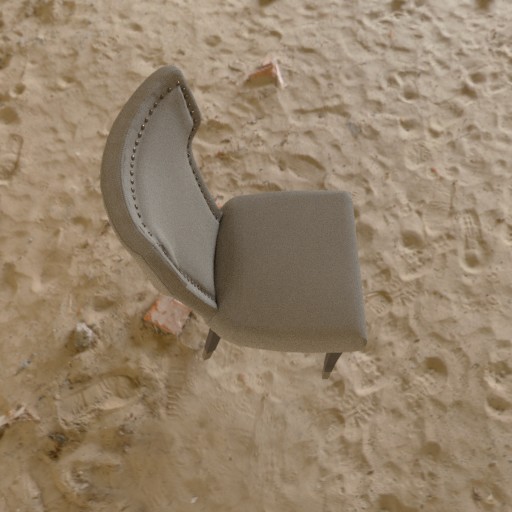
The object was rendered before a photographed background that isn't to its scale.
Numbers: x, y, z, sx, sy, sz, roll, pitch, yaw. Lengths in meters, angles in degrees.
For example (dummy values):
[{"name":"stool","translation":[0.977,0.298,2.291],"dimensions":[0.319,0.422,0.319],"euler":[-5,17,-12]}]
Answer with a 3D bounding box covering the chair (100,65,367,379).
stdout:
[{"name":"chair","translation":[0.000,0.000,1.310],"dimensions":[0.630,0.955,0.526],"euler":[0,63,0]}]
